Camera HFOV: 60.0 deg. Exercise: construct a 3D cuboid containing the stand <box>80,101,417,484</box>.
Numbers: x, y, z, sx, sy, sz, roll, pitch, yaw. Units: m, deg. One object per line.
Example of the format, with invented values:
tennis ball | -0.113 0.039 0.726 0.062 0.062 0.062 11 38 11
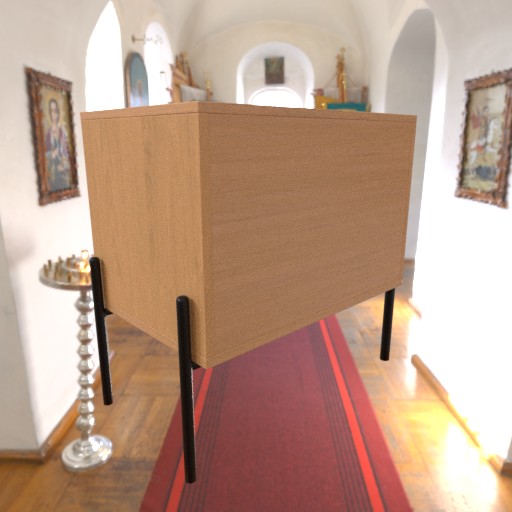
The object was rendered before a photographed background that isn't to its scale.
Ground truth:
stand | 0.000 0.000 0.983 0.630 0.600 0.400 -14 20 -42
